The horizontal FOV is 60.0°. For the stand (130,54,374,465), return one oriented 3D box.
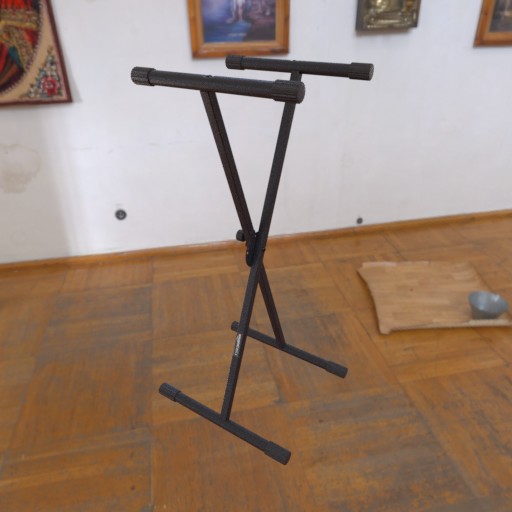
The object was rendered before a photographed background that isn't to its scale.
[{"bbox_3d":[0.000,0.000,1.182,0.449,0.940,0.409,18,34,29],"label":"stand"}]
